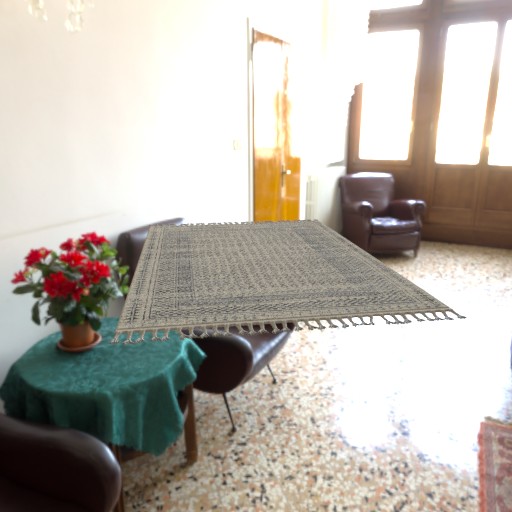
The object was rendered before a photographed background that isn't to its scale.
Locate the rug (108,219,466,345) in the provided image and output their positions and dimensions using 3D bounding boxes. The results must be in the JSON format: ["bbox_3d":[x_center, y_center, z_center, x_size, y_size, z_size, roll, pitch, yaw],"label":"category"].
[{"bbox_3d":[0.000,0.000,2.362,1.243,0.013,1.872,-3,16,-9],"label":"rug"}]
